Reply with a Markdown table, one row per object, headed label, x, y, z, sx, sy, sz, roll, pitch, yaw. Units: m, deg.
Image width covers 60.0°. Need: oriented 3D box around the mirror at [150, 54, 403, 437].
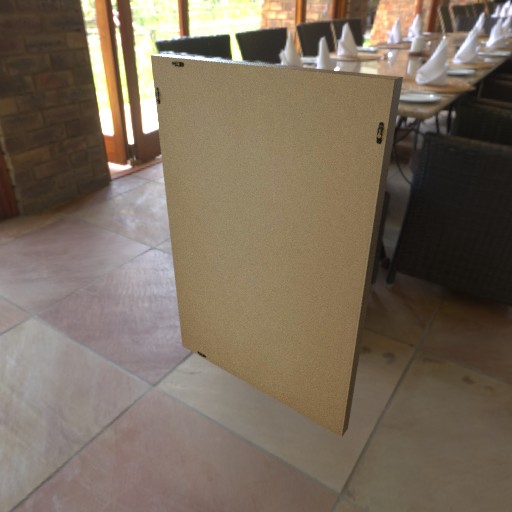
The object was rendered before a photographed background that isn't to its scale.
| label | x | y | z | sx | sy | sz | roll | pitch | yaw |
| --- | --- | --- | --- | --- | --- | --- | --- | --- | --- |
| mirror | 0.000 | 0.000 | 1.144 | 0.609 | 0.915 | 0.041 | 21 | 36 | 31 |
